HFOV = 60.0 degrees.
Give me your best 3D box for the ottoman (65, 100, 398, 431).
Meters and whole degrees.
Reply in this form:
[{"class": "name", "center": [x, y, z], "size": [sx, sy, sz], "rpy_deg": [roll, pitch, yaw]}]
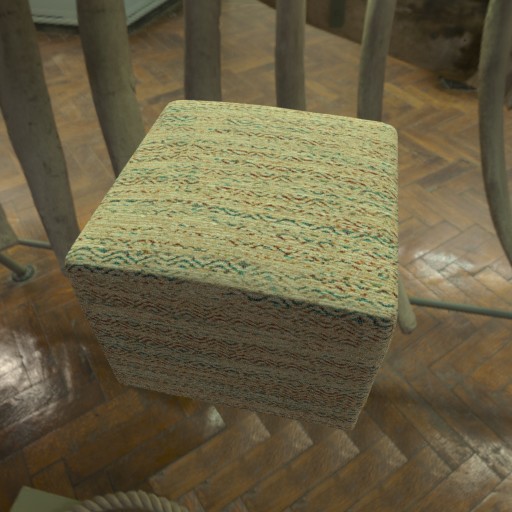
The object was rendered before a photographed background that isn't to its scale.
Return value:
[{"class": "ottoman", "center": [0.000, 0.000, 0.939], "size": [0.512, 0.453, 0.521], "rpy_deg": [9, 49, 8]}]
